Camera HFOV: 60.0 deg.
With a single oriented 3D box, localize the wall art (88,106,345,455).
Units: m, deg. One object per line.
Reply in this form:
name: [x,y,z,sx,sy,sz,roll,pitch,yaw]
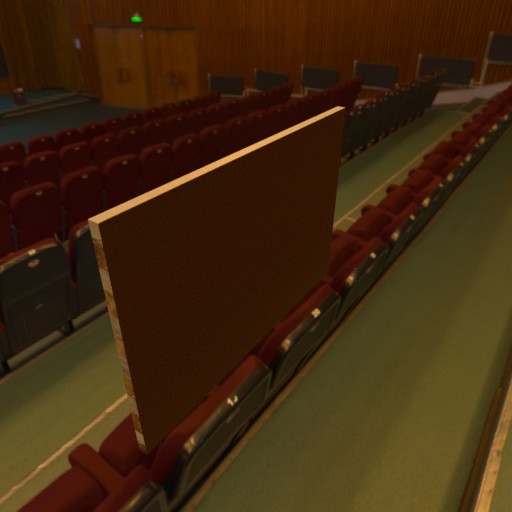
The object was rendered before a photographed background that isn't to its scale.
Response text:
wall art: [0.000,0.000,1.207,0.027,0.610,0.932,20,37,29]
